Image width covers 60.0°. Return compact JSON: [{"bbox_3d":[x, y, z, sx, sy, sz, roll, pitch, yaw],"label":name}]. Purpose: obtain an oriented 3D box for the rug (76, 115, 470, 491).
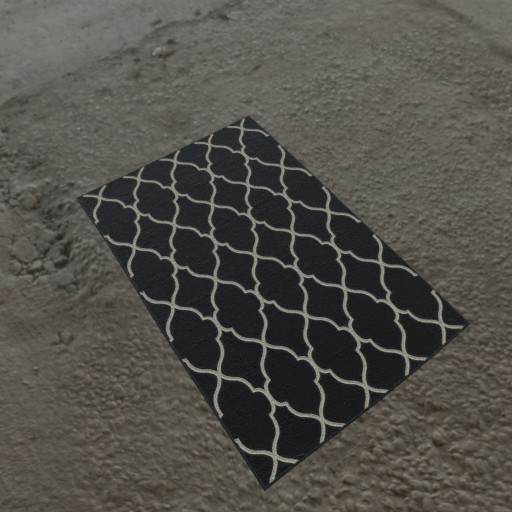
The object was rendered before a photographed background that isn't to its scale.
[{"bbox_3d":[0.000,0.000,2.895,1.526,0.014,2.290,-31,63,-18],"label":"rug"}]
